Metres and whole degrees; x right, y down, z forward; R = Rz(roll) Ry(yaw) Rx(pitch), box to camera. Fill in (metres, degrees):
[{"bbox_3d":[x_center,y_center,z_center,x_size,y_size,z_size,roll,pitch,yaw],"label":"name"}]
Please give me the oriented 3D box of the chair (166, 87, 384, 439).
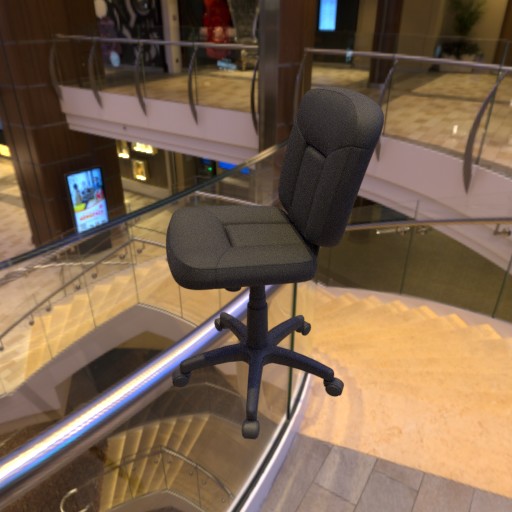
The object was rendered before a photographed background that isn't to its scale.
[{"bbox_3d":[0.000,0.000,1.404,0.610,0.972,0.610,-7,30,-12],"label":"chair"}]
